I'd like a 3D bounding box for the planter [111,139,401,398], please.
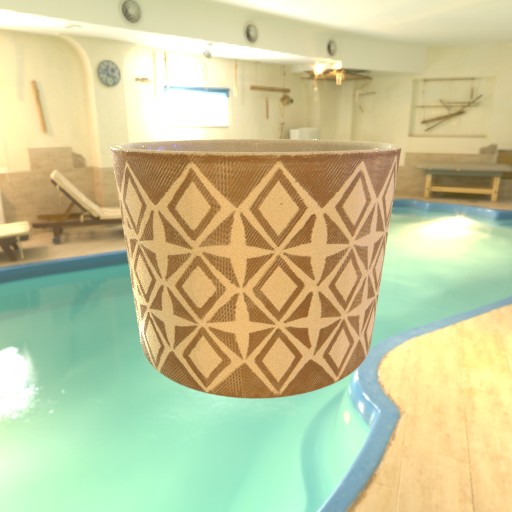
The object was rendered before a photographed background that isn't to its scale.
[{"bbox_3d":[0.000,0.000,0.447,0.260,0.220,0.260,0,17,0],"label":"planter"}]
